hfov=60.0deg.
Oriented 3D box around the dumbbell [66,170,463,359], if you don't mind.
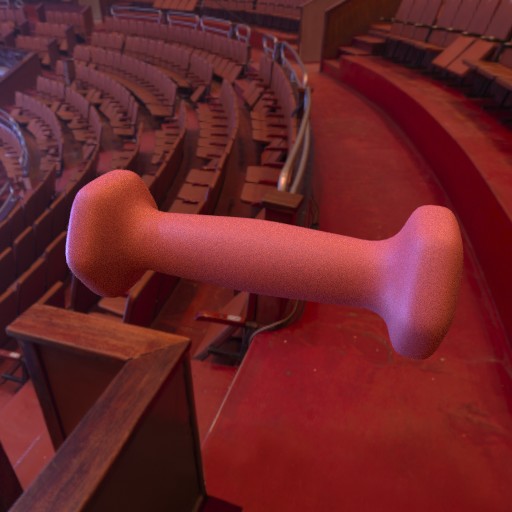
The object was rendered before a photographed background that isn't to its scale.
[{"bbox_3d":[0.000,0.000,0.147,0.123,0.043,0.047,9,32,15],"label":"dumbbell"}]
